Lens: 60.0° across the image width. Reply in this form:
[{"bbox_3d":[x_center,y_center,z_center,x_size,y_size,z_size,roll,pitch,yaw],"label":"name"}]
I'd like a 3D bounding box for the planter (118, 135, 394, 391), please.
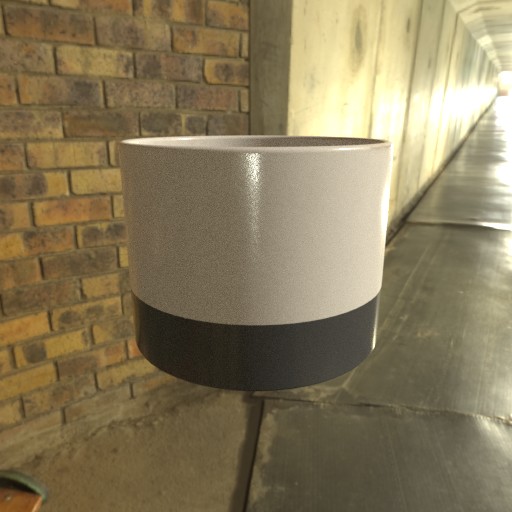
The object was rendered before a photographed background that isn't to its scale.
[{"bbox_3d":[0.000,0.000,0.349,0.193,0.177,0.193,0,17,0],"label":"planter"}]
